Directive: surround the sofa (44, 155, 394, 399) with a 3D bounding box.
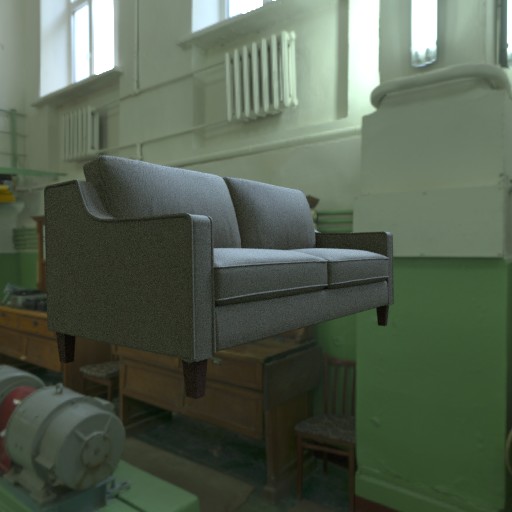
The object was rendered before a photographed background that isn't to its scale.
[{"bbox_3d":[0.000,0.000,2.805,1.073,1.074,2.181,1,1,36],"label":"sofa"}]
